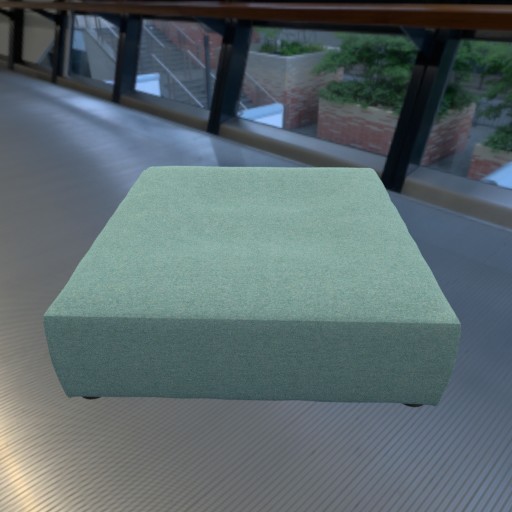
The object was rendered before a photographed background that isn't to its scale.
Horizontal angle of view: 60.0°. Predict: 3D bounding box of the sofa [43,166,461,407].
[{"bbox_3d":[0.000,0.000,1.415,0.930,0.330,0.930,1,31,1],"label":"sofa"}]
